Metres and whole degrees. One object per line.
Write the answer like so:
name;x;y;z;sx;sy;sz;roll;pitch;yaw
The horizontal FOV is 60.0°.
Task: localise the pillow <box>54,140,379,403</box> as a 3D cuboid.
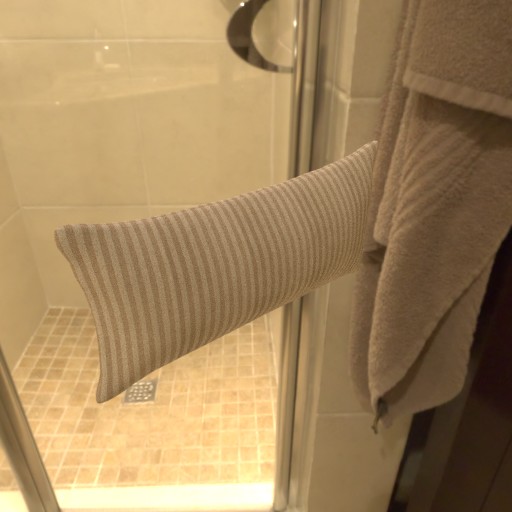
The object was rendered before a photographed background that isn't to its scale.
pillow;0.000;0.000;0.762;0.617;0.295;0.151;-22;36;-34
